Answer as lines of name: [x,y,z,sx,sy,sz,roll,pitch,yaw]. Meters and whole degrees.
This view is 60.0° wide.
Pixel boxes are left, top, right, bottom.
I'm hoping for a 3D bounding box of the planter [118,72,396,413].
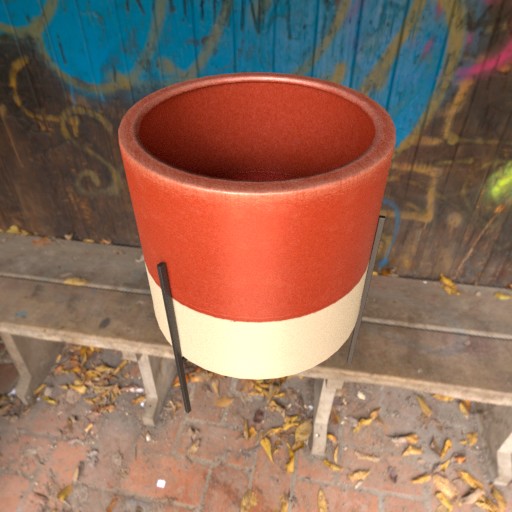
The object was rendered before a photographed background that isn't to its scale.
planter: [0.000,0.000,0.711,0.345,0.465,0.354,-12,42,-14]
